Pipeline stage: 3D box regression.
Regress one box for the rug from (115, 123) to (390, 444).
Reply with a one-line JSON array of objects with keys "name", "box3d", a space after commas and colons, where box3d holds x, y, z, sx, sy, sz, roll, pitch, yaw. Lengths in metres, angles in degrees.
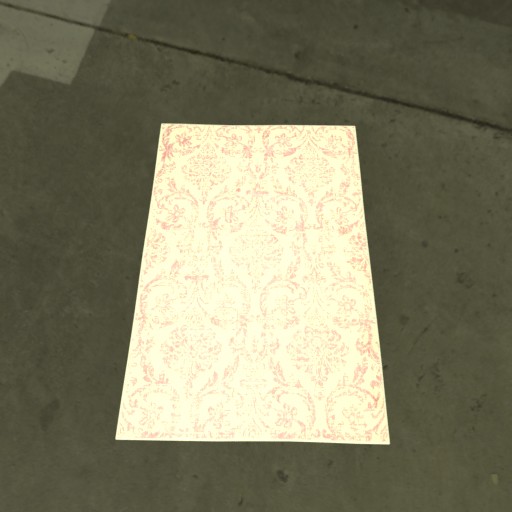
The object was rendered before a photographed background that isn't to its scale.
[{"name": "rug", "box3d": [0.000, 0.000, 3.541, 1.819, 0.018, 2.746, 1, 64, 0]}]
